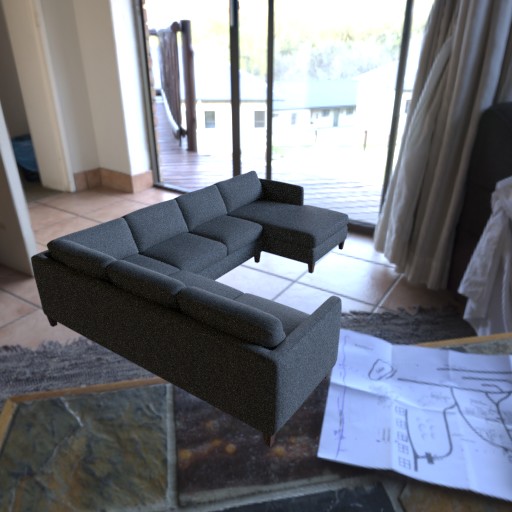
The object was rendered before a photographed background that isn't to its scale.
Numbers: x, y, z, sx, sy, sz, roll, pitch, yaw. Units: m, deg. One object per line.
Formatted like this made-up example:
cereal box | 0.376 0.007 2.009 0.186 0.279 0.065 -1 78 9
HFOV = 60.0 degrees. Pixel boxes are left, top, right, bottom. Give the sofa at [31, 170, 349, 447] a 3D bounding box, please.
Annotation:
sofa | 0.000 0.000 4.448 2.551 0.853 3.238 16 30 31
